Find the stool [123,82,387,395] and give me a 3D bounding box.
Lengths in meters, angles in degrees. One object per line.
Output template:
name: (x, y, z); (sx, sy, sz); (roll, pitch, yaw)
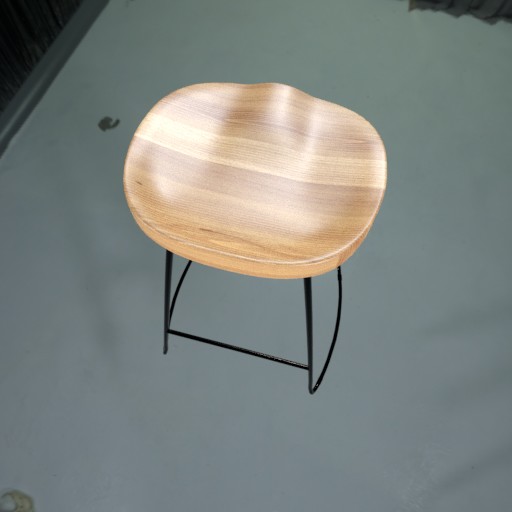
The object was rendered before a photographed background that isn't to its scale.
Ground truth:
stool: (0.000, 0.000, 0.969); (0.480, 0.679, 0.401); (13, 64, 7)
